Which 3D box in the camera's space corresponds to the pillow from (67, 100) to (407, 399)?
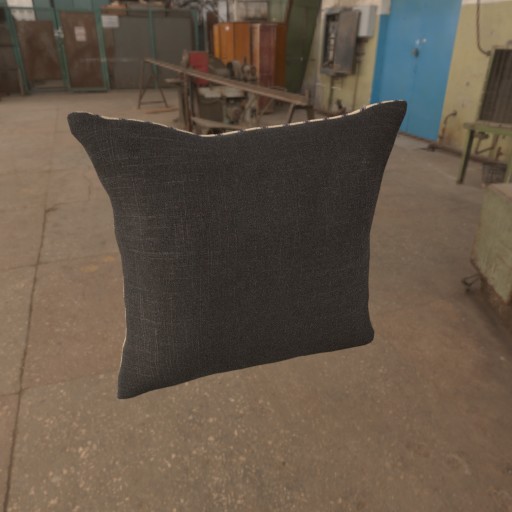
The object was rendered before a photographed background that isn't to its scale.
[{"bbox_3d":[0.000,0.000,0.678,0.468,0.444,0.138,-8,28,-16],"label":"pillow"}]
